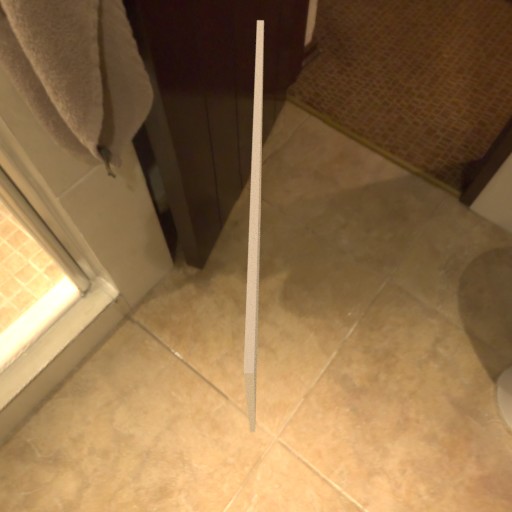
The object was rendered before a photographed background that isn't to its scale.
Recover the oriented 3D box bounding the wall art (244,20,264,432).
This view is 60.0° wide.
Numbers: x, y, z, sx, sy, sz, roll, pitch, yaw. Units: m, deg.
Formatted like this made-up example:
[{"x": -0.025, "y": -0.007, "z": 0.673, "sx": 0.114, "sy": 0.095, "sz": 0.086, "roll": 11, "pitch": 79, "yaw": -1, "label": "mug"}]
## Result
[{"x": 0.000, "y": 0.000, "z": 0.676, "sx": 0.009, "sy": 0.457, "sz": 0.456, "roll": 1, "pitch": 63, "yaw": 1, "label": "wall art"}]
